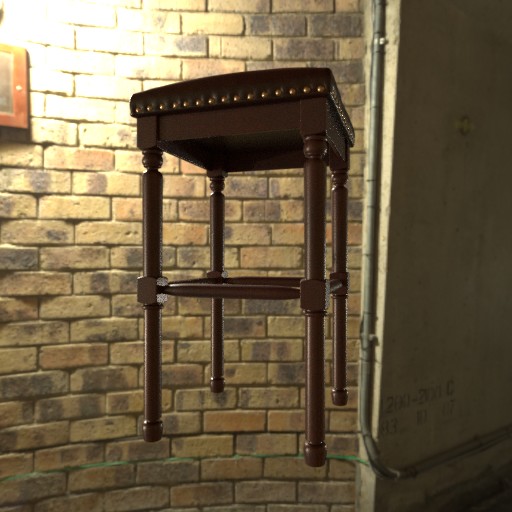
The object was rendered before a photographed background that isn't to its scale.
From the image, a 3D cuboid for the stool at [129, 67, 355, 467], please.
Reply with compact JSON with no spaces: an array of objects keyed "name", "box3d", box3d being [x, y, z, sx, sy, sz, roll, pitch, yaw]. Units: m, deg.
[{"name":"stool","box3d":[0.000,0.000,0.951,0.383,0.702,0.382,0,0,18]}]
